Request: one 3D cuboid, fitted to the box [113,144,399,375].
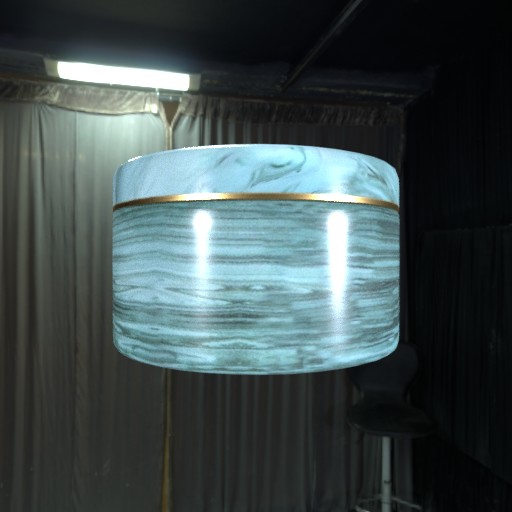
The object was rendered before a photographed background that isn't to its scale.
[{"bbox_3d":[0.000,0.000,0.165,0.101,0.063,0.101,0,0,0],"label":"box"}]
